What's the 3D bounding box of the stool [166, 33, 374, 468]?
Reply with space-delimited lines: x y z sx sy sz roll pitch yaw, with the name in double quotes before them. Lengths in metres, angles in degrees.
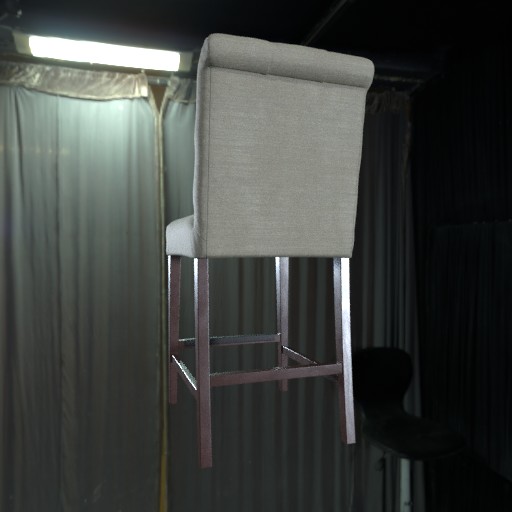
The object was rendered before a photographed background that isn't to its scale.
"stool" 0.000 0.000 1.417 0.486 1.084 0.660 0 1 -19
